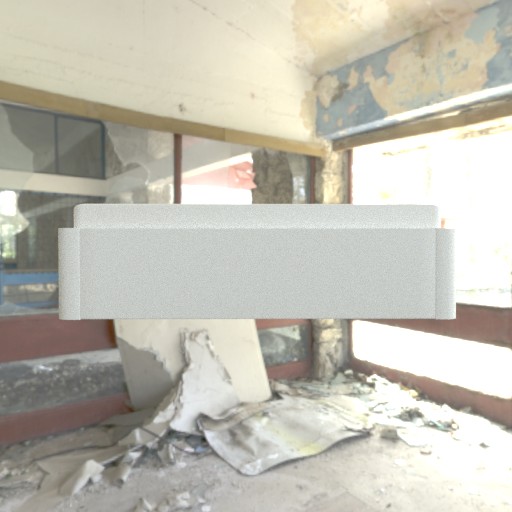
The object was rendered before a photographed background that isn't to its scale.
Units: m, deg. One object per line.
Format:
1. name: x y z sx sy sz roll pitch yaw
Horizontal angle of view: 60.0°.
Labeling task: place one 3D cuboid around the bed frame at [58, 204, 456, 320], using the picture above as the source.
1. bed frame: 0.000 0.000 2.473 1.400 0.406 1.900 0 1 0
